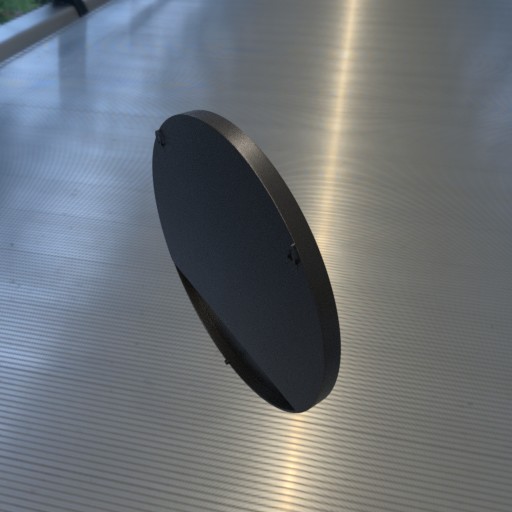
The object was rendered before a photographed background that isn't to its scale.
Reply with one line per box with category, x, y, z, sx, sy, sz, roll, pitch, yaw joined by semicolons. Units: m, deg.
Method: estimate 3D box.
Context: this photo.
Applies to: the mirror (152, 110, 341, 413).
mirror;0.000;0.000;0.685;0.133;0.457;0.457;-24;47;-25
